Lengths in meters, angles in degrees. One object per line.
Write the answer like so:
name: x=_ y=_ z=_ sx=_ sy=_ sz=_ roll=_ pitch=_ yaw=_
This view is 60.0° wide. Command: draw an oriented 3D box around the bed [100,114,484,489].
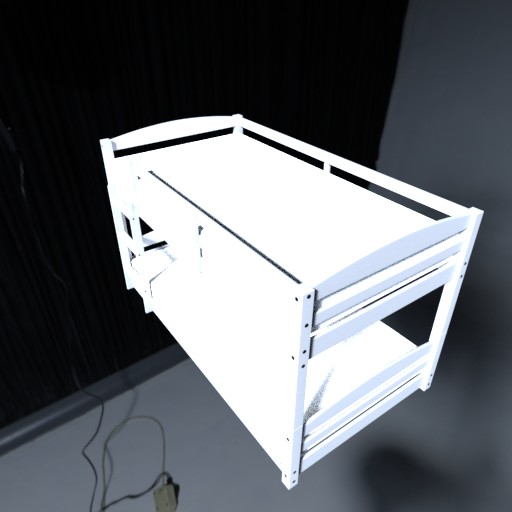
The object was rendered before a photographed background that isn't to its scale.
bed: x=0.000 y=0.000 z=2.726 sx=1.105 sy=1.206 sz=2.013 roll=-21 pitch=38 yaw=-29
